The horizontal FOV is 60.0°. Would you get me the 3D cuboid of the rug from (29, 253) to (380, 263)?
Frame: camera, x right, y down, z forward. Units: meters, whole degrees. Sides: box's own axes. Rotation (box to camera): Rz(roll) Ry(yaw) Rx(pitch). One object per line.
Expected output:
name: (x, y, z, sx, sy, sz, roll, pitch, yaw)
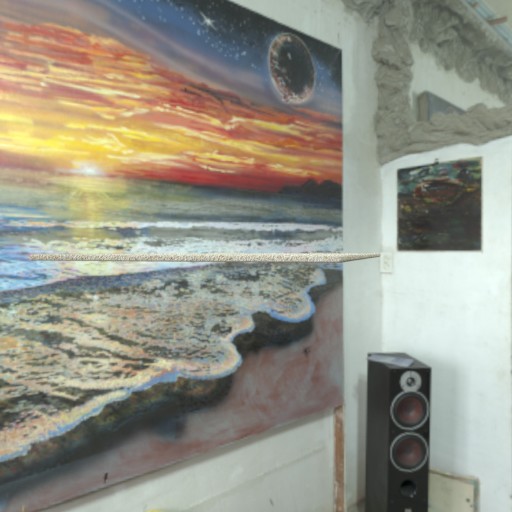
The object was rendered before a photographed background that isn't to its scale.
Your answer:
rug: (0.000, 0.000, 3.069, 1.524, 0.030, 2.438, 0, 0, 19)
